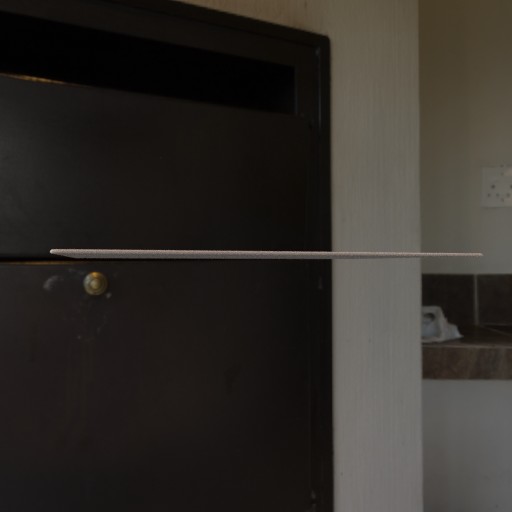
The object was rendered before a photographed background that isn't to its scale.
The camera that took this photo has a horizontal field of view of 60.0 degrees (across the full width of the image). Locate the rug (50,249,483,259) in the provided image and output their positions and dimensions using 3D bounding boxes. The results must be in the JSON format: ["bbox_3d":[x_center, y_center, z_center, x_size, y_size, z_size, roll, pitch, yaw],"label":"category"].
[{"bbox_3d":[0.000,0.000,2.110,1.676,0.013,1.067,0,-1,-18],"label":"rug"}]
